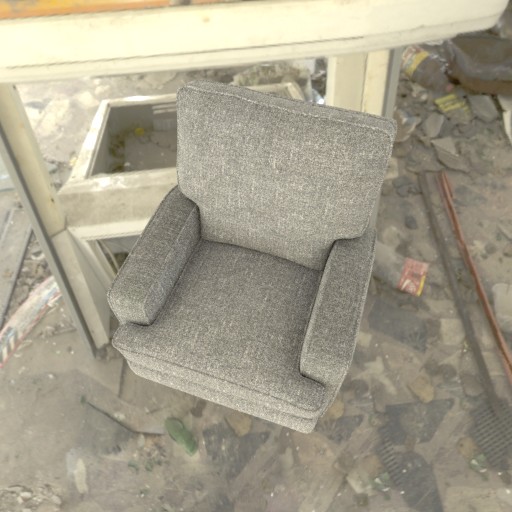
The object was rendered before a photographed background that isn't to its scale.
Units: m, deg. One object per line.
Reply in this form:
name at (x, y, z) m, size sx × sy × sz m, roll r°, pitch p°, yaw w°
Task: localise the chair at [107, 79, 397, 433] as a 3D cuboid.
chair at (0.000, 0.000, 1.671) m, size 0.861 × 0.962 × 0.964 m, roll 15°, pitch 58°, yaw 10°
